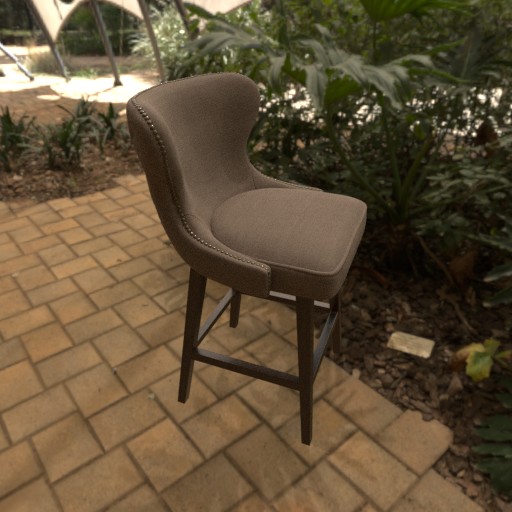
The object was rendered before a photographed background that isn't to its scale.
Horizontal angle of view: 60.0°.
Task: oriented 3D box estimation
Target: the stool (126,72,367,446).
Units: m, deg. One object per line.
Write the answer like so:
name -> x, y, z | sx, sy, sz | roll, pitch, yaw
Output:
stool -> 0.000, 0.000, 1.359 | 0.597, 0.972, 0.615 | 11, 32, 18
